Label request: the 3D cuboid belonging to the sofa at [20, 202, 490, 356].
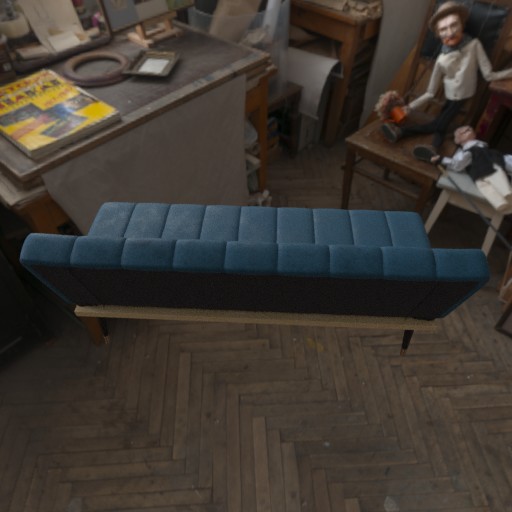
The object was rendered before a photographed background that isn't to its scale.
[{"bbox_3d":[0.000,0.000,2.233,1.810,0.825,0.830,2,48,2],"label":"sofa"}]
